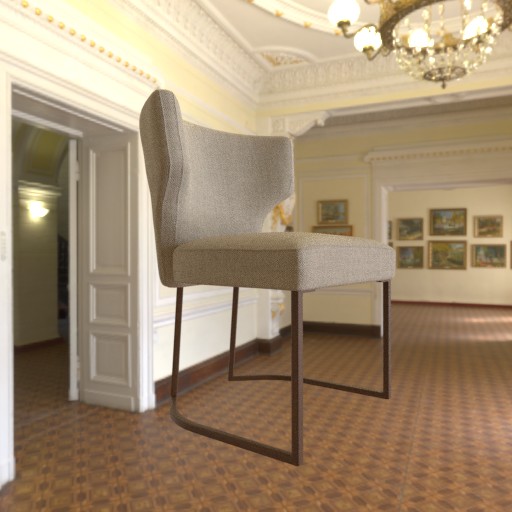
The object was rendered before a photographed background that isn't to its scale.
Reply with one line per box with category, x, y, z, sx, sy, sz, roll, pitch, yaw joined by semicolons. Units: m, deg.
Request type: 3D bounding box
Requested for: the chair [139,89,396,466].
chair;0.000;0.000;1.244;0.617;0.824;0.611;0;0;36
